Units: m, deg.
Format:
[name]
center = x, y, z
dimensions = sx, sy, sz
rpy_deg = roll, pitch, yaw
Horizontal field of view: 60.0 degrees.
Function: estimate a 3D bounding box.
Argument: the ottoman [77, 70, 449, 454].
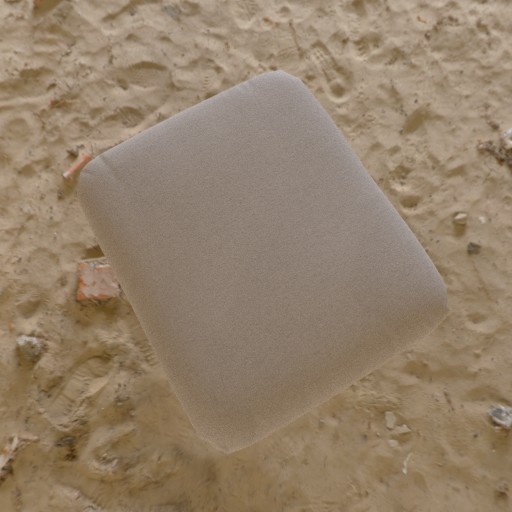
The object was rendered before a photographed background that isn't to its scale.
[ottoman]
center = 0.000, 0.000, 1.130
dimensions = 0.622, 0.450, 0.746
rpy_deg = -29, 77, -7
